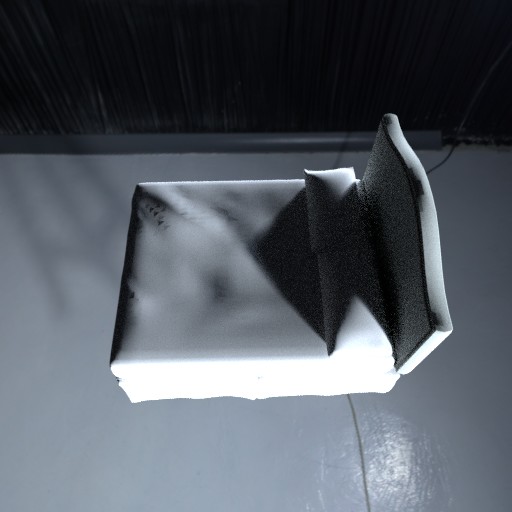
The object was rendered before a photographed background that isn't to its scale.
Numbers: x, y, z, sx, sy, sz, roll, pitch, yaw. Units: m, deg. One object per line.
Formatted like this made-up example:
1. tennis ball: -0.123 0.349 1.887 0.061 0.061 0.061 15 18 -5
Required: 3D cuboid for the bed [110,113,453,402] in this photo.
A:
1. bed: 0.000 0.000 3.397 2.180 1.607 1.813 -1 59 -1
